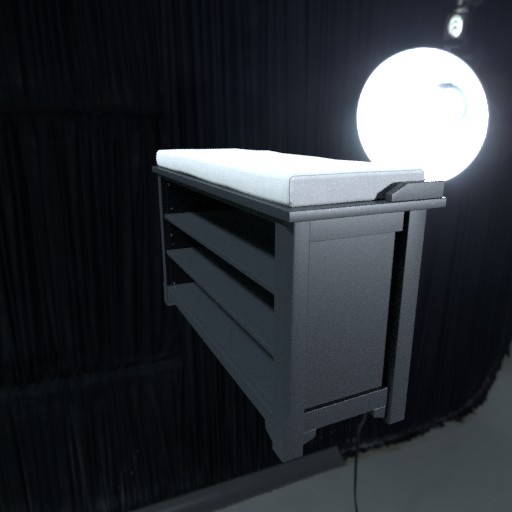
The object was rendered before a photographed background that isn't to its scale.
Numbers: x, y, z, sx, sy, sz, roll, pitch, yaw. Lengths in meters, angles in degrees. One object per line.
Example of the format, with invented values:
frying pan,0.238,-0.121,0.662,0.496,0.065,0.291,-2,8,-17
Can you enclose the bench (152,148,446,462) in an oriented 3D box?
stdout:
bench,0.000,0.000,1.257,0.345,0.561,0.973,-7,18,-24
